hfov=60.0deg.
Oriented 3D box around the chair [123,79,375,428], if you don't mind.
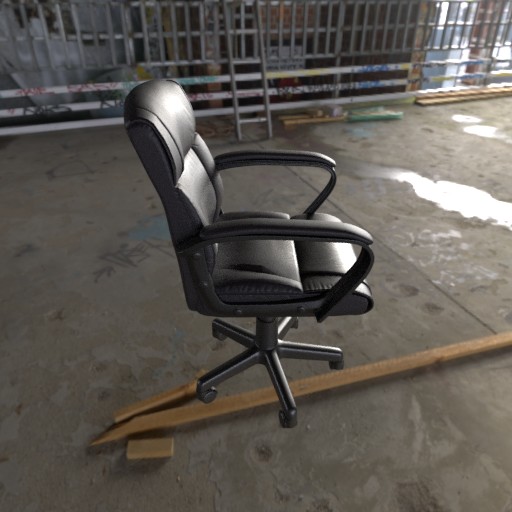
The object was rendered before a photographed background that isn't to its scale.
[{"bbox_3d":[0.000,0.000,1.366,0.641,0.998,0.576,-1,32,-1],"label":"chair"}]
